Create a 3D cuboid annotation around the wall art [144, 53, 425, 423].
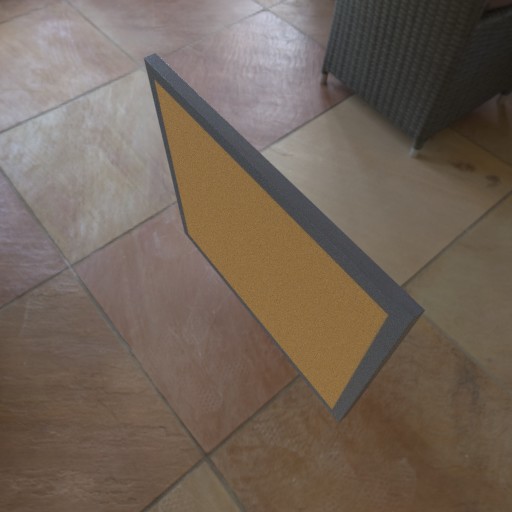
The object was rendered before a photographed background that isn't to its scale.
[{"bbox_3d":[0.000,0.000,0.917,0.026,0.558,0.660,-32,63,-19],"label":"wall art"}]
